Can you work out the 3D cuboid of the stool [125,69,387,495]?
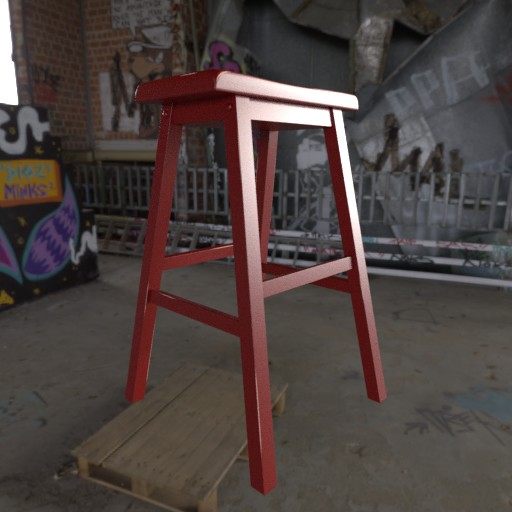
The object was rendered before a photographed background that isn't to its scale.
[{"bbox_3d":[0.000,0.000,1.037,0.476,0.737,0.457,12,17,42],"label":"stool"}]
